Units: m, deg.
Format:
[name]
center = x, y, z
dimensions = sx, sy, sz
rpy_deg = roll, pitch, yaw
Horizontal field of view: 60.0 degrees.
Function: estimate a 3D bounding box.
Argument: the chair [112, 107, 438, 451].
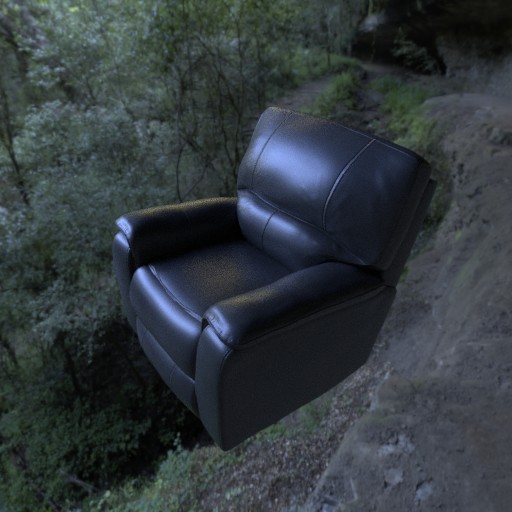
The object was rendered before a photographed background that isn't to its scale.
[chair]
center = 0.000, 0.000, 2.020
dimensions = 1.087, 1.109, 1.096
rpy_deg = -20, 36, -30
